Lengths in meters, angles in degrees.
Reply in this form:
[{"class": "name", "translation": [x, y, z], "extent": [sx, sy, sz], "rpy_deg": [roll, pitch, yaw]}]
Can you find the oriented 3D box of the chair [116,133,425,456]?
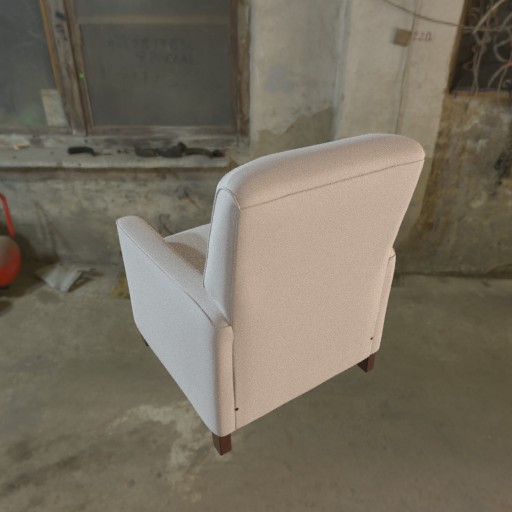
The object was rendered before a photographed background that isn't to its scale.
[{"class": "chair", "translation": [0.000, 0.000, 1.692], "extent": [0.841, 1.028, 0.858], "rpy_deg": [-19, 35, -29]}]
